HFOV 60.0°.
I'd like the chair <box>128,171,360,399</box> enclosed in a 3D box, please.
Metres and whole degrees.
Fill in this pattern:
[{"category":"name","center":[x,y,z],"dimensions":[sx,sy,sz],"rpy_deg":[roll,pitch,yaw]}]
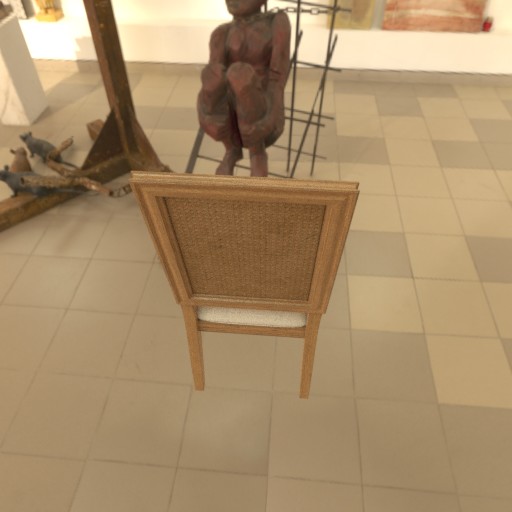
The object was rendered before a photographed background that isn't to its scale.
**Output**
[{"category":"chair","center":[0.000,0.000,1.347],"dimensions":[0.536,0.988,0.601],"rpy_deg":[3,46,3]}]
